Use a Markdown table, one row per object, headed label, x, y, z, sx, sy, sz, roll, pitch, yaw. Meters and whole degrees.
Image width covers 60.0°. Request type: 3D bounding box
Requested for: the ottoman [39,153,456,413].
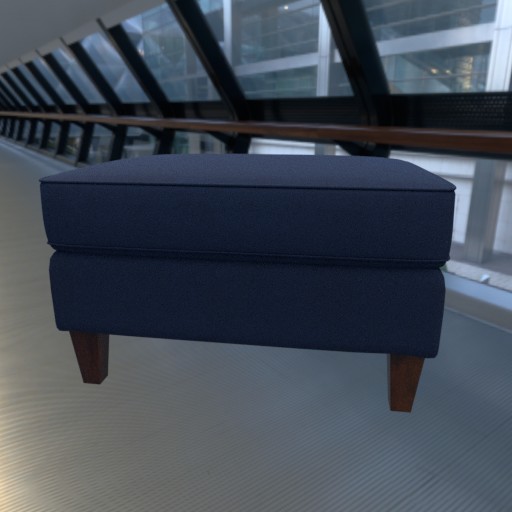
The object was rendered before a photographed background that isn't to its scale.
| label | x | y | z | sx | sy | sz | roll | pitch | yaw |
| --- | --- | --- | --- | --- | --- | --- | --- | --- | --- |
| ottoman | 0.000 | 0.000 | 1.342 | 0.965 | 0.584 | 0.686 | 3 | 17 | 8 |
